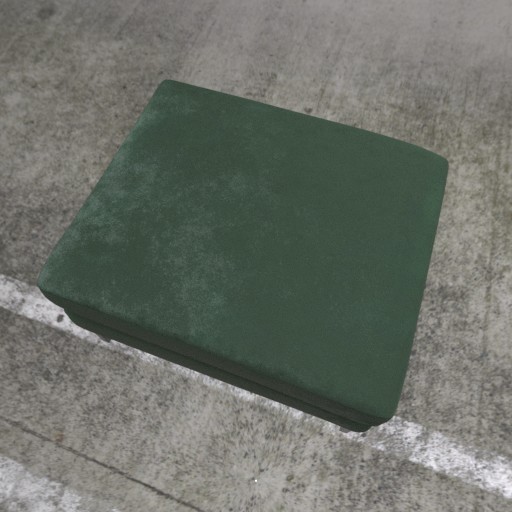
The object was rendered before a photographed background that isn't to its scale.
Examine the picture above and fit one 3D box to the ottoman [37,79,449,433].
[{"bbox_3d":[0.000,0.000,1.251,0.839,0.538,0.701,18,65,9],"label":"ottoman"}]
